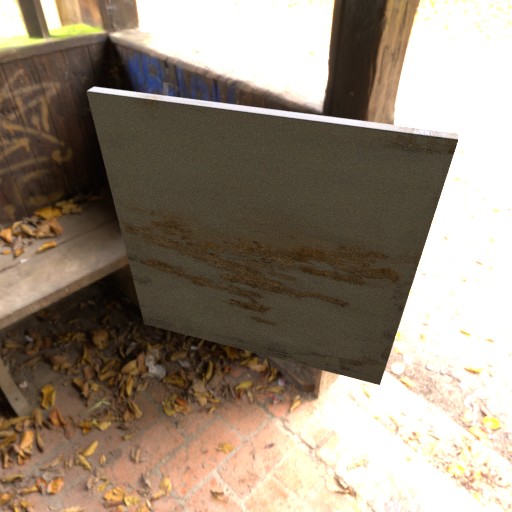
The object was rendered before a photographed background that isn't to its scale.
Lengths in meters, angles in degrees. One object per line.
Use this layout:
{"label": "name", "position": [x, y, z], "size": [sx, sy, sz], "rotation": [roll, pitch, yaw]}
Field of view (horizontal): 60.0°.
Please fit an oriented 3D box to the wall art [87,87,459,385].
{"label": "wall art", "position": [0.000, 0.000, 1.505], "size": [1.015, 1.018, 0.040], "rotation": [12, 42, 13]}
